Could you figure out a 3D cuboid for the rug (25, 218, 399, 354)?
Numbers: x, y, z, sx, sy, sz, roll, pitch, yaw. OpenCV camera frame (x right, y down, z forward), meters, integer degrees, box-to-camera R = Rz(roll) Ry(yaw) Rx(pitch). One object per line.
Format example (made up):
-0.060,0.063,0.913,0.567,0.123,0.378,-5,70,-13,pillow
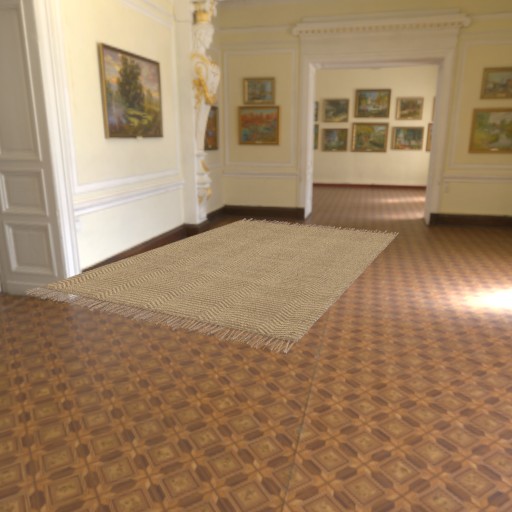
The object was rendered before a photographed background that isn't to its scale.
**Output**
0.000,0.000,3.115,1.528,0.034,2.523,7,17,26,rug
